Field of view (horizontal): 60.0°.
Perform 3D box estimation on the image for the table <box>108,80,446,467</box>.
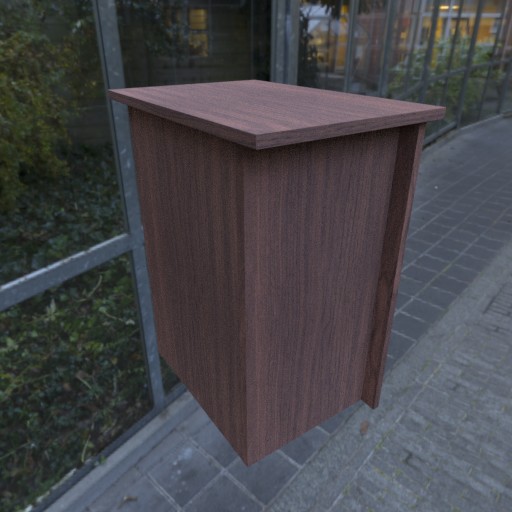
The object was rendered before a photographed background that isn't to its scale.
[{"bbox_3d":[0.000,0.000,1.047,0.406,0.711,0.589,-17,32,-30],"label":"table"}]
